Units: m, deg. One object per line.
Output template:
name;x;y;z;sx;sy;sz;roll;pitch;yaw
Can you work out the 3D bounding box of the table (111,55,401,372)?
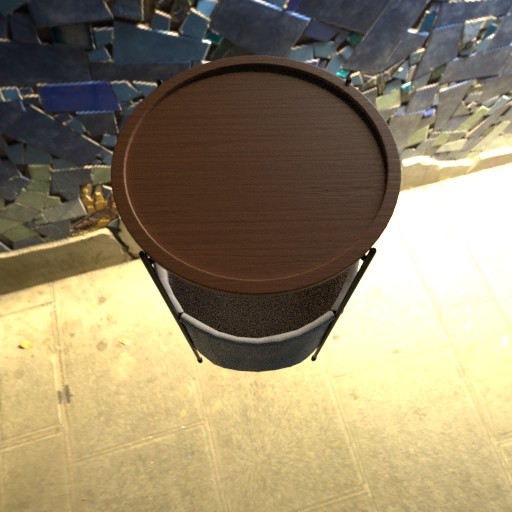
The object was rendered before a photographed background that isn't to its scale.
table;0.000;0.000;0.874;0.393;0.623;0.393;-1;65;0
